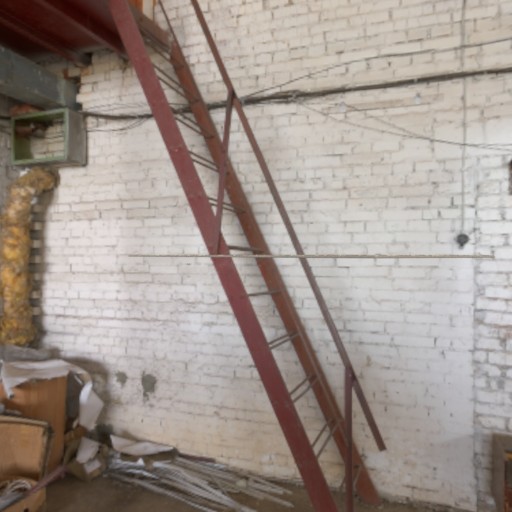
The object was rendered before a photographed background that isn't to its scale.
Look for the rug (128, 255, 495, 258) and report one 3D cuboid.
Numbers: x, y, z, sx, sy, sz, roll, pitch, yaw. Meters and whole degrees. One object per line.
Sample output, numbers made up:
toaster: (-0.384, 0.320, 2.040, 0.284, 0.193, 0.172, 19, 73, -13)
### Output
rug: (0.000, 0.000, 2.371, 0.662, 0.011, 2.196, 0, 0, -34)
